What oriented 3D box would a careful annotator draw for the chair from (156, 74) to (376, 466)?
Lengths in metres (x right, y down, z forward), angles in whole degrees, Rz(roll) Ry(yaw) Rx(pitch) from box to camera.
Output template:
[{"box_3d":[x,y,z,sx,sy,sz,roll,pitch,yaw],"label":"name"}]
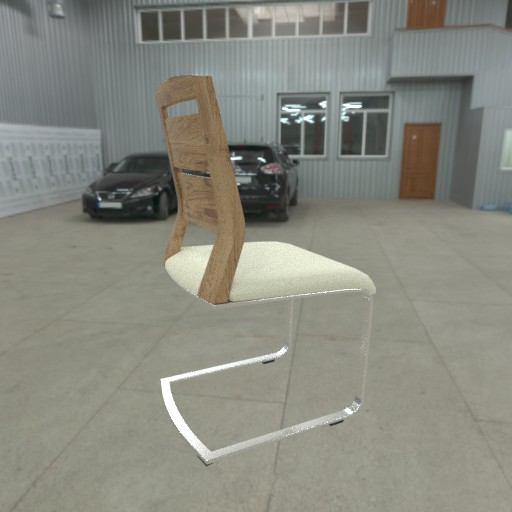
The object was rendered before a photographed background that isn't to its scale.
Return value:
[{"box_3d":[0.000,0.000,1.314,0.561,0.955,0.457,-7,15,-26],"label":"chair"}]
